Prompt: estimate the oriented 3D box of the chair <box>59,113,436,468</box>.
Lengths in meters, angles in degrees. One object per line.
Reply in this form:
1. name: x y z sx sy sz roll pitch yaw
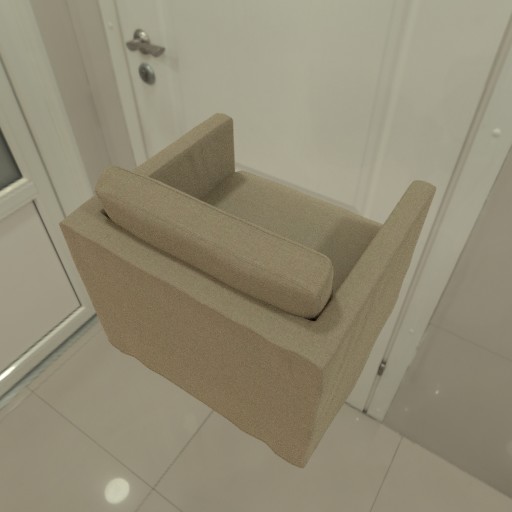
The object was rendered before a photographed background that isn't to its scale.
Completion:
1. chair: 0.000 0.000 1.770 1.057 0.863 0.949 25 51 23
